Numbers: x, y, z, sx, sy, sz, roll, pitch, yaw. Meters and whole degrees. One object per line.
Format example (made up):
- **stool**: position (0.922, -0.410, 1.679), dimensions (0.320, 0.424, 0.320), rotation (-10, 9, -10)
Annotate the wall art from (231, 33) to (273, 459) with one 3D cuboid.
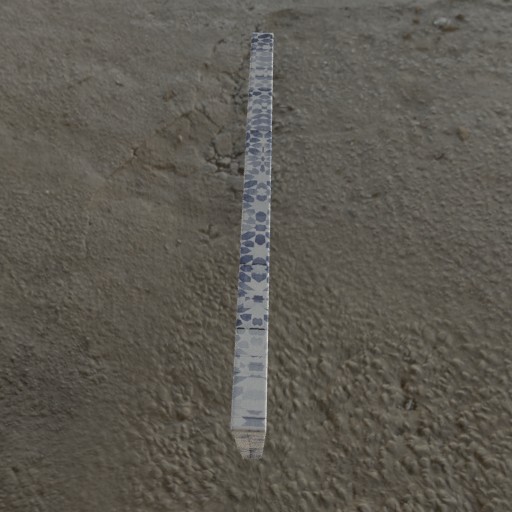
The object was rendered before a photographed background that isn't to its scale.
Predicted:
- **wall art**: position (0.000, 0.000, 1.134), dimensions (0.057, 0.608, 0.911), rotation (2, 62, 1)
